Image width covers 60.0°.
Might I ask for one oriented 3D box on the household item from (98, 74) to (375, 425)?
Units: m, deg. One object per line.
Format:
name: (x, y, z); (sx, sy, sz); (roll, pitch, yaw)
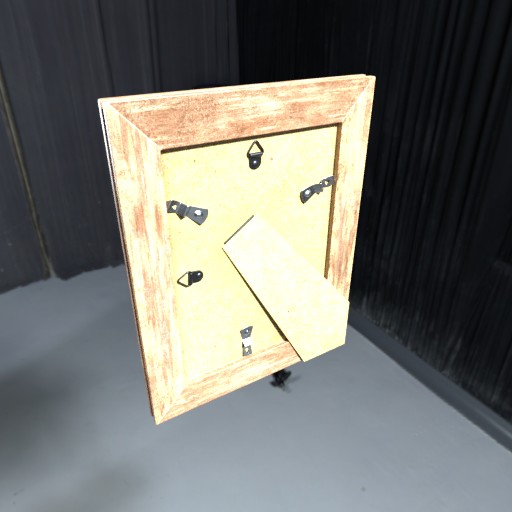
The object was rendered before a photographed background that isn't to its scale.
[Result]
household item: (0.000, 0.000, 0.327); (0.186, 0.237, 0.018); (-17, 33, -27)
